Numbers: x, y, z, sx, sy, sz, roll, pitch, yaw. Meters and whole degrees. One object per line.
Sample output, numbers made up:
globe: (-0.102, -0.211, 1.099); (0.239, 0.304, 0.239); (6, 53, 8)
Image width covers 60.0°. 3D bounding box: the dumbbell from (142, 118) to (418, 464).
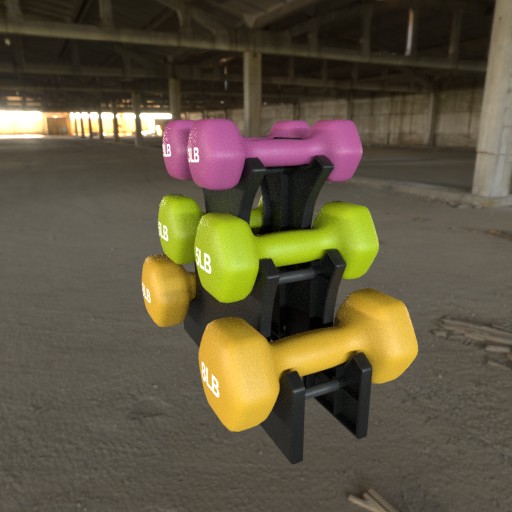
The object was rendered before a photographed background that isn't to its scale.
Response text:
dumbbell: (0.000, 0.000, 0.462); (0.190, 0.271, 0.300); (-8, 18, -26)
